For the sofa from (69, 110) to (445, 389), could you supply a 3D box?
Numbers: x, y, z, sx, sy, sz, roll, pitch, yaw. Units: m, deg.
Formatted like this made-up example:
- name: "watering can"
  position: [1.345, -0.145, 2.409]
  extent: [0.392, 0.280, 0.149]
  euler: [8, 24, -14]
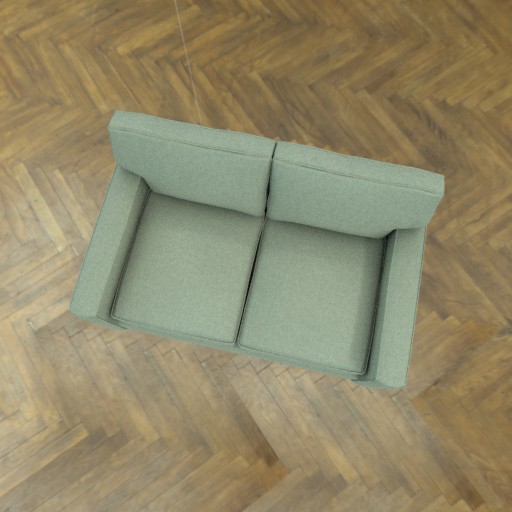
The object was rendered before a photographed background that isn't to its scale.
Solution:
- name: "sofa"
  position: [0.000, 0.000, 2.113]
  extent: [1.484, 0.853, 0.940]
  euler: [12, 75, 3]
